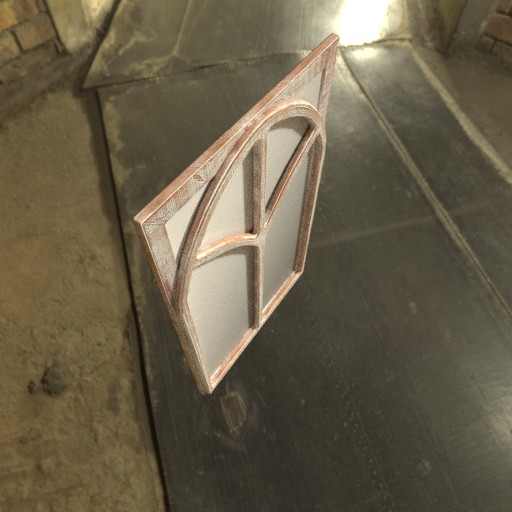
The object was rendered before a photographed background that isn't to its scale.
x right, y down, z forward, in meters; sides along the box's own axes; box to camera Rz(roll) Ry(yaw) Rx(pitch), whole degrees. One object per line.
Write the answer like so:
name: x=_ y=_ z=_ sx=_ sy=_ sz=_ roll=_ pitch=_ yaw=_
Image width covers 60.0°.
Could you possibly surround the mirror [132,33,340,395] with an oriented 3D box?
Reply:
mirror: x=0.000 y=0.000 z=0.987 sx=0.058 sy=0.787 sz=0.495 roll=31 pitch=63 yaw=18
